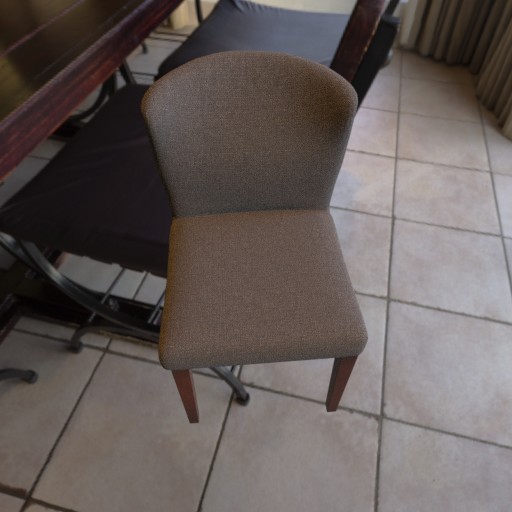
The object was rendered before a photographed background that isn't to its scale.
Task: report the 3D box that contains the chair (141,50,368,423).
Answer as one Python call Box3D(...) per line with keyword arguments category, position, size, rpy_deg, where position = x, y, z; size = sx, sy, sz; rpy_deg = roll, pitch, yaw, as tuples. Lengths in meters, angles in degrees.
Box3D(category="chair", position=(0.000, 0.000, 1.175), size=(0.491, 0.839, 0.589), rpy_deg=(-4, 48, -3))
